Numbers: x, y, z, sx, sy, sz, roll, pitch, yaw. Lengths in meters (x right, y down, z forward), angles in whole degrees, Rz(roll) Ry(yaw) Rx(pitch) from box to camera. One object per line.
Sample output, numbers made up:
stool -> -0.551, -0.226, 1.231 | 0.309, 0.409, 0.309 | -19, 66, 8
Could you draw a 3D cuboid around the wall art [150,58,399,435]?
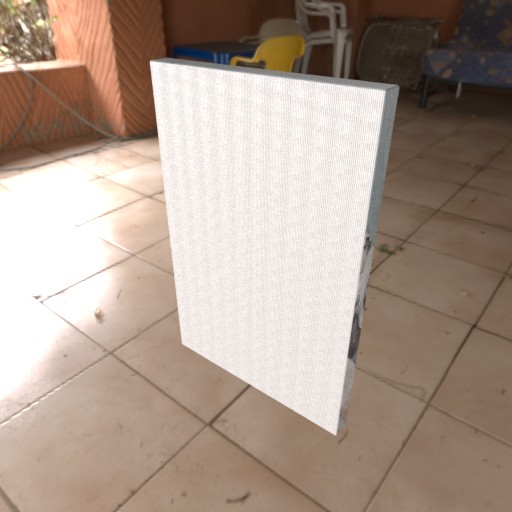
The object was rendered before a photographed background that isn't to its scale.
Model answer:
wall art -> 0.000, 0.000, 1.169 | 0.609, 0.911, 0.061 | 22, 37, 32
